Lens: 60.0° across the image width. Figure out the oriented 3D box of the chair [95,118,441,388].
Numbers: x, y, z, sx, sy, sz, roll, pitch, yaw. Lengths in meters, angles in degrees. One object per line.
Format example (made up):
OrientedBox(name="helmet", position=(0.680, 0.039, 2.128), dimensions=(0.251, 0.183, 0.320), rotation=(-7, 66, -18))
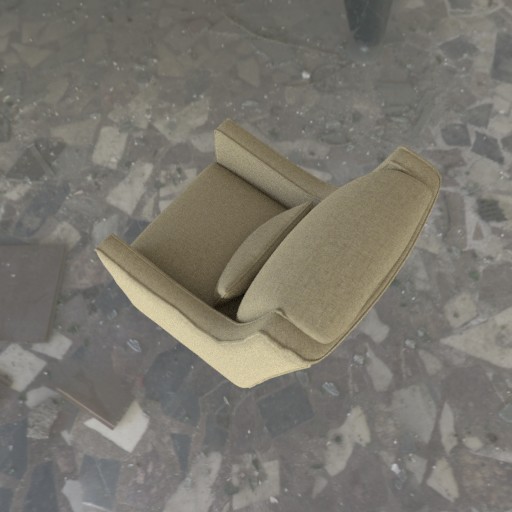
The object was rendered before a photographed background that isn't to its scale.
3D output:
OrientedBox(name="chair", position=(0.000, 0.000, 1.618), dimensions=(0.879, 0.993, 0.732), rotation=(34, 69, 15))
